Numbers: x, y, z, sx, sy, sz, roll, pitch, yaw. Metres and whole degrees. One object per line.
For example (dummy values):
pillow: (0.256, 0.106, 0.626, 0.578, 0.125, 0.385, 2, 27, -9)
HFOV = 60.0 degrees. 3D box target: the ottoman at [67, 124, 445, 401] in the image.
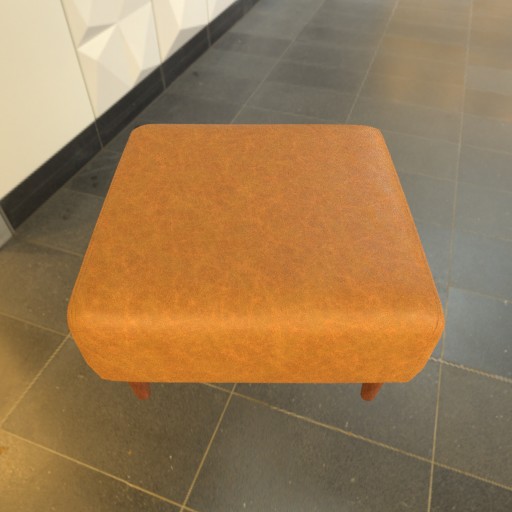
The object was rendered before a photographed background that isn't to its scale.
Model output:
ottoman: (0.000, 0.000, 1.055, 0.650, 0.399, 0.650, 0, 47, 0)
